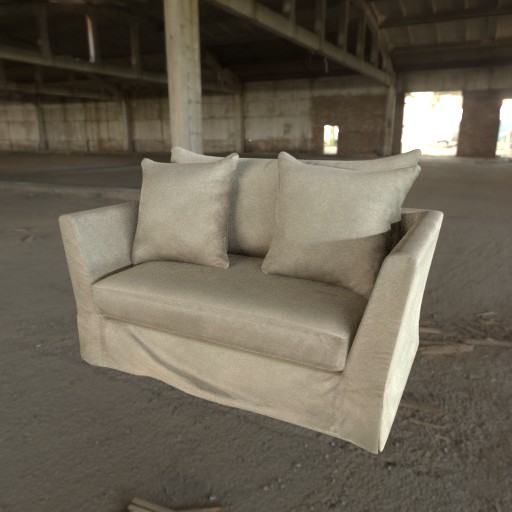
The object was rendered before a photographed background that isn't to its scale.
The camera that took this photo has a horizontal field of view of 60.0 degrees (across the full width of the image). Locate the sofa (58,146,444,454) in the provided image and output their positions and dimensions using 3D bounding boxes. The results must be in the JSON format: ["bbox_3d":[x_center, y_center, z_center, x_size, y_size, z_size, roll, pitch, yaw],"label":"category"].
[{"bbox_3d":[0.000,0.000,2.197,1.608,1.040,1.035,8,17,26],"label":"sofa"}]
